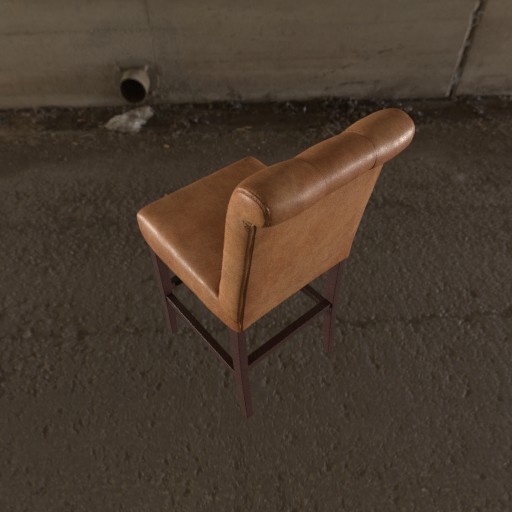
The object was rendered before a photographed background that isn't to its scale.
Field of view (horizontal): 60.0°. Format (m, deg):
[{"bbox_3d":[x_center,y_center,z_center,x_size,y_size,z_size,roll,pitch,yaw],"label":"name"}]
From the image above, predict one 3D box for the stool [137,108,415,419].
[{"bbox_3d":[0.000,0.000,1.397,0.493,1.047,0.601,-32,54,-26],"label":"stool"}]
